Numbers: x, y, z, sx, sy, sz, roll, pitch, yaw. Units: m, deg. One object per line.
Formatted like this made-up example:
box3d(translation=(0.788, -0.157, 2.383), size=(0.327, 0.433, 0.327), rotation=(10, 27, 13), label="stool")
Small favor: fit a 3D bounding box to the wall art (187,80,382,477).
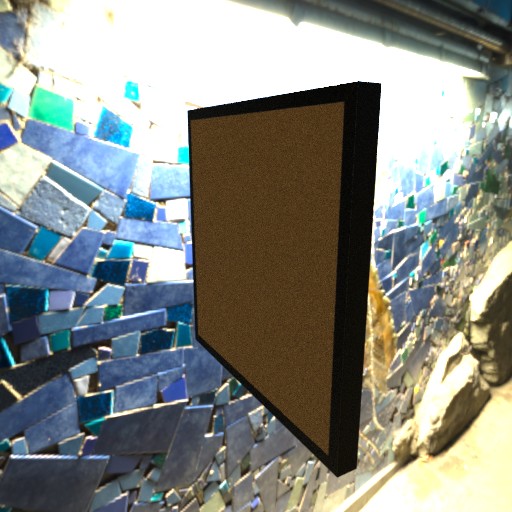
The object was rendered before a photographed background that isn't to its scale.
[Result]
box3d(translation=(0.000, 0.000, 0.763), size=(0.036, 0.508, 0.508), rotation=(-8, 16, -29), label="wall art")
